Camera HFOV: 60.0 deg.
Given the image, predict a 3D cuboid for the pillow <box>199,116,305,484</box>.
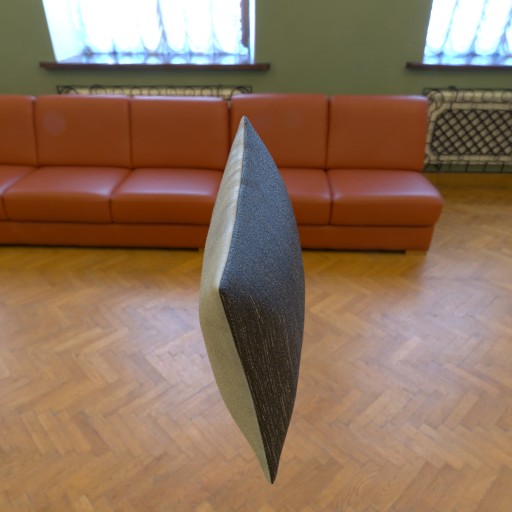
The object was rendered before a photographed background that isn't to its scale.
[{"bbox_3d":[0.000,0.000,0.734,0.156,0.305,0.608,0,32,1],"label":"pillow"}]
